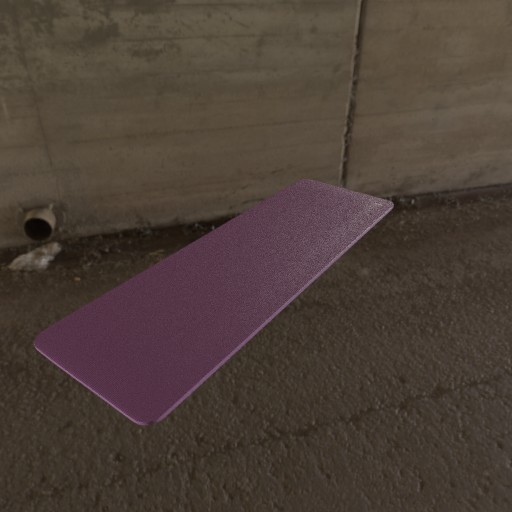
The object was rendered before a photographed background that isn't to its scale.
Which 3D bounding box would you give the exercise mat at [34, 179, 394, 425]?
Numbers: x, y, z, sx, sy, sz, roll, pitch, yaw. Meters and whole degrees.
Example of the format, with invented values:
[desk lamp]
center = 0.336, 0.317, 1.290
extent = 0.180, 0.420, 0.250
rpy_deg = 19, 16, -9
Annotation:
[exercise mat]
center = 0.000, 0.000, 2.040
extent = 0.616, 0.021, 1.869
rpy_deg = 22, 38, 30
